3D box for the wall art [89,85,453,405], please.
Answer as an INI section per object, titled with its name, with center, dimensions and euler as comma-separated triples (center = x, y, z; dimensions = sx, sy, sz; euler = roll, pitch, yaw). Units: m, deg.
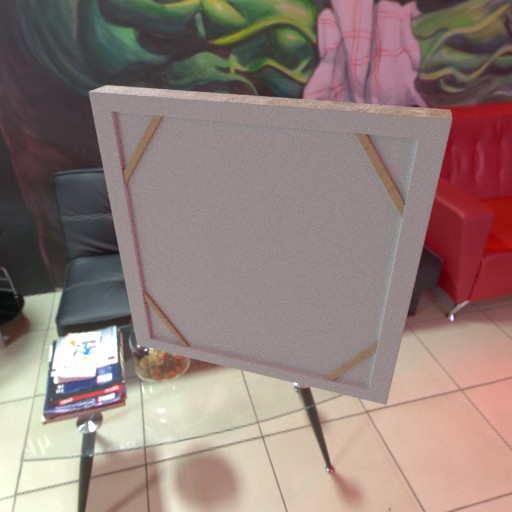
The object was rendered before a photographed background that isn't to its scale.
[wall art]
center = 0.000, 0.000, 0.597
dimensions = 0.405, 0.407, 0.038
euler = 10, 33, 15
